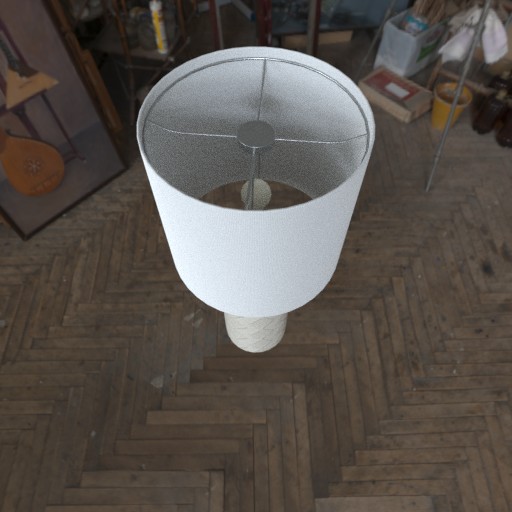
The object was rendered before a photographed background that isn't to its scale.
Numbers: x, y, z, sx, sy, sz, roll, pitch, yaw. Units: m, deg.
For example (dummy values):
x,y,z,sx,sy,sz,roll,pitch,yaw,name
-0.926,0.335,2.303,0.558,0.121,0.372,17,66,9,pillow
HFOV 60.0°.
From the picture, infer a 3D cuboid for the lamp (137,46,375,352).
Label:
x,y,z,sx,sy,sz,roll,pitch,yaw,name
0.000,0.000,0.582,0.207,0.461,0.207,4,59,3,lamp
